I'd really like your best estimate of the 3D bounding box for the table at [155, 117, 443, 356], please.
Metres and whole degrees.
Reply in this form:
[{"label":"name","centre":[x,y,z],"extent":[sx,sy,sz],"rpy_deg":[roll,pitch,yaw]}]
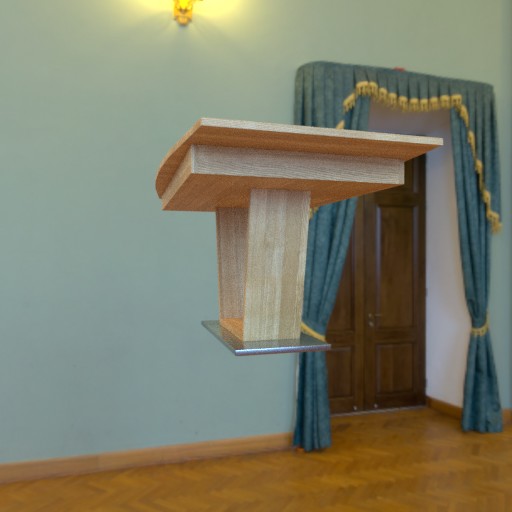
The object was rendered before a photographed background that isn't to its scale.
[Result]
[{"label":"table","centre":[0.000,0.000,2.067],"extent":[0.900,0.748,1.598],"rpy_deg":[0,0,-16]}]
